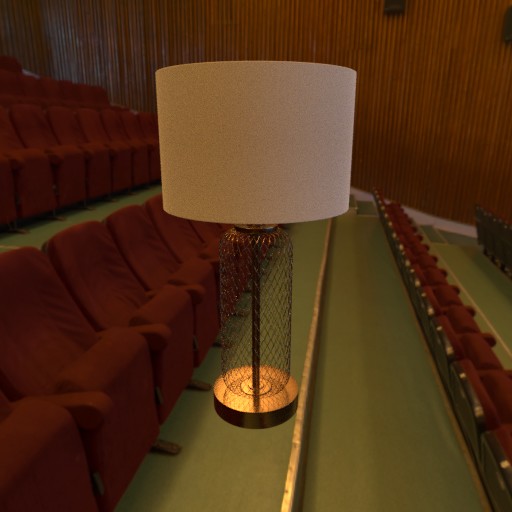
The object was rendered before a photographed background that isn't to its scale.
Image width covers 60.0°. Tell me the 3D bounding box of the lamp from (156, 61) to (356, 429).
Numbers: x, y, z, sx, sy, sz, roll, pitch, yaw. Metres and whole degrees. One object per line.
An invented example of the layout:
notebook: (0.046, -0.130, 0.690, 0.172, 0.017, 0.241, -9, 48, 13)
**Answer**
lamp: (0.000, 0.000, 0.635, 0.252, 0.483, 0.252, 3, 16, 10)
